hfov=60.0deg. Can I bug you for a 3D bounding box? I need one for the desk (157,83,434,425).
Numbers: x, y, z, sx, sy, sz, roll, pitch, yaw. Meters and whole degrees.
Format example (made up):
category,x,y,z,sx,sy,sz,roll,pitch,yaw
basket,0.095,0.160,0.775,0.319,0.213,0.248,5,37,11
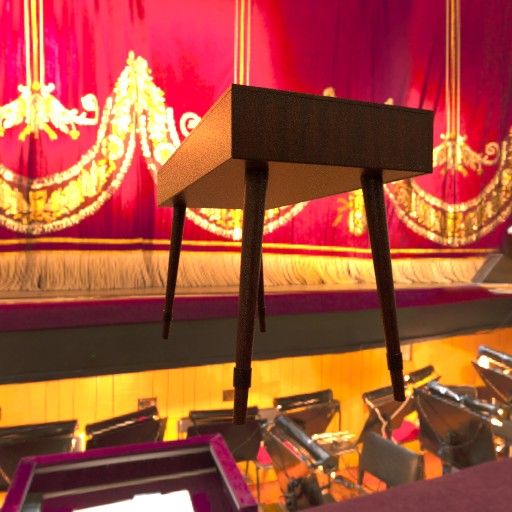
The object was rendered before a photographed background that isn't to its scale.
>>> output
category,x,y,z,sx,sy,sz,roll,pitch,yaw
desk,0.000,0.000,2.159,0.734,1.031,1.577,0,1,-20
